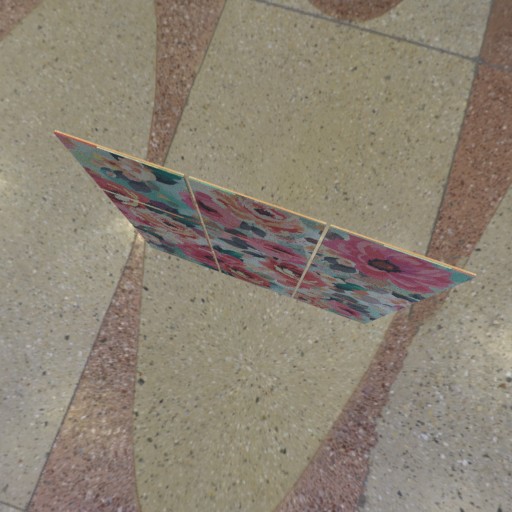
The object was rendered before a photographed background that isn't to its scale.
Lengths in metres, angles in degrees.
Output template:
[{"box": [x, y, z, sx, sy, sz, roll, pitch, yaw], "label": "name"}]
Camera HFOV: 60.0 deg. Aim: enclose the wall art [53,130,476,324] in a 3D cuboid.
[{"box": [0.000, 0.000, 2.239, 1.521, 1.519, 0.013, 20, 76, 5], "label": "wall art"}]
